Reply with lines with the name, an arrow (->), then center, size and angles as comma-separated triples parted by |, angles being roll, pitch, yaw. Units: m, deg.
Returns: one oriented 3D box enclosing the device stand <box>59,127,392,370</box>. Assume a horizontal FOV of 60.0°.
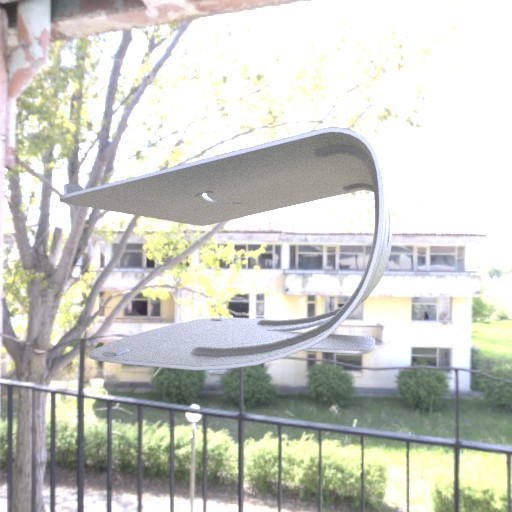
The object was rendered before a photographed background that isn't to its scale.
device stand -> 0.000, 0.000, 0.410 | 0.236, 0.155, 0.256 | 0, -1, 18
